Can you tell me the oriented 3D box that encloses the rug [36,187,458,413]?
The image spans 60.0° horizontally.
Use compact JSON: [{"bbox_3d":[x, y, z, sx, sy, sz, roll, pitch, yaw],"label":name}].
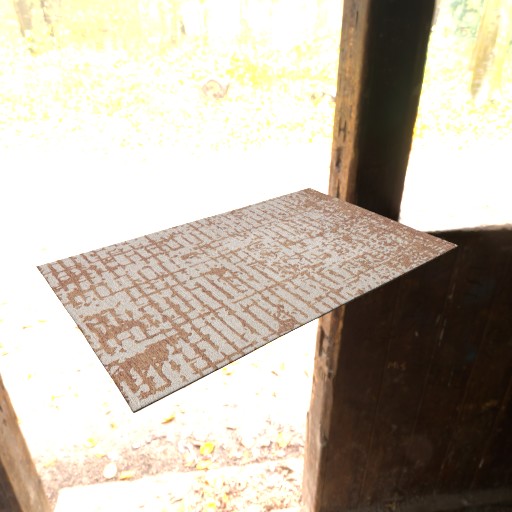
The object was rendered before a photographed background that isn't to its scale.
[{"bbox_3d":[0.000,0.000,2.995,2.435,0.011,1.517,-20,35,-32],"label":"rug"}]
